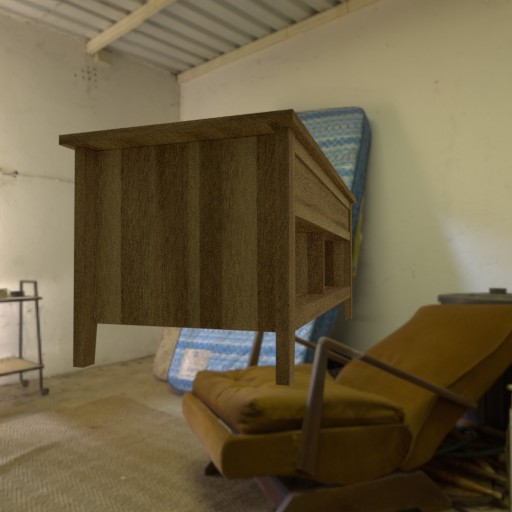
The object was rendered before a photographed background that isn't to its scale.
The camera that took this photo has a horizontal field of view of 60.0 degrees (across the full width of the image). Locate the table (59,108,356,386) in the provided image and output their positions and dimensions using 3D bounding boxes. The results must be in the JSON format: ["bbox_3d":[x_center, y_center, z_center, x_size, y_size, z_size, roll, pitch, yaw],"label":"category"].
[{"bbox_3d":[0.000,0.000,1.348,0.493,0.480,1.095,0,-1,18],"label":"table"}]
